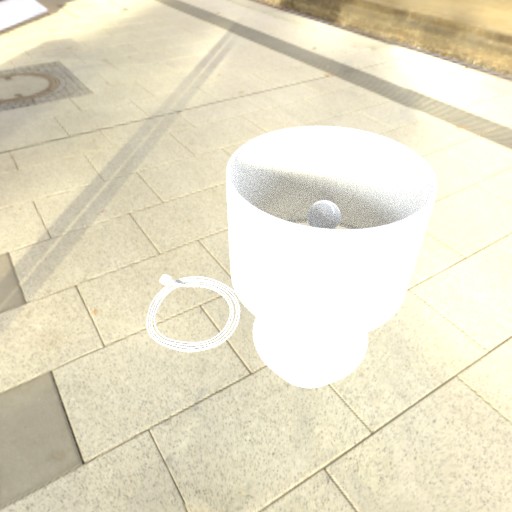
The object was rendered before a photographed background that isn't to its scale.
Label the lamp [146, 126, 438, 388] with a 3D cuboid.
[{"bbox_3d":[0.000,0.000,0.855,0.401,0.457,0.546,-24,46,-26],"label":"lamp"}]
